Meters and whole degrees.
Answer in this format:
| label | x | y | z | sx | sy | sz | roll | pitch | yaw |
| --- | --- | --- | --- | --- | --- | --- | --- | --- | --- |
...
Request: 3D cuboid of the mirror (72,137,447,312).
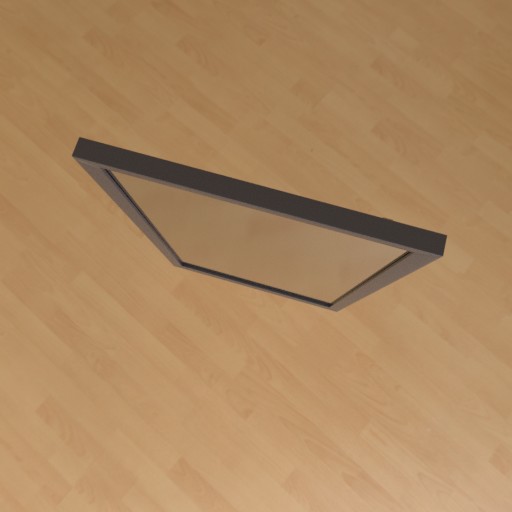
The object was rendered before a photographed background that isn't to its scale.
| label | x | y | z | sx | sy | sz | roll | pitch | yaw |
| --- | --- | --- | --- | --- | --- | --- | --- | --- | --- |
| mirror | 0.000 | 0.000 | 1.149 | 0.609 | 0.915 | 0.040 | 16 | 78 | 3 |
